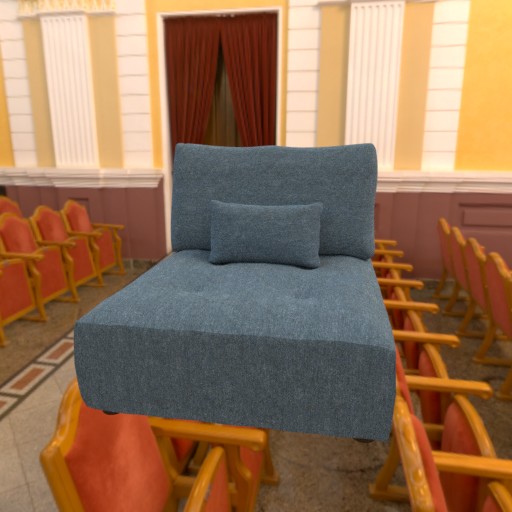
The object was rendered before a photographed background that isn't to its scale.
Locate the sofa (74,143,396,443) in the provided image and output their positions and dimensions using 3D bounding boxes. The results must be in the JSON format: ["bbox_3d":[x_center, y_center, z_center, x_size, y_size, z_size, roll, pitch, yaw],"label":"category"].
[{"bbox_3d":[0.000,0.000,1.666,0.930,0.820,1.000,2,15,10],"label":"sofa"}]
